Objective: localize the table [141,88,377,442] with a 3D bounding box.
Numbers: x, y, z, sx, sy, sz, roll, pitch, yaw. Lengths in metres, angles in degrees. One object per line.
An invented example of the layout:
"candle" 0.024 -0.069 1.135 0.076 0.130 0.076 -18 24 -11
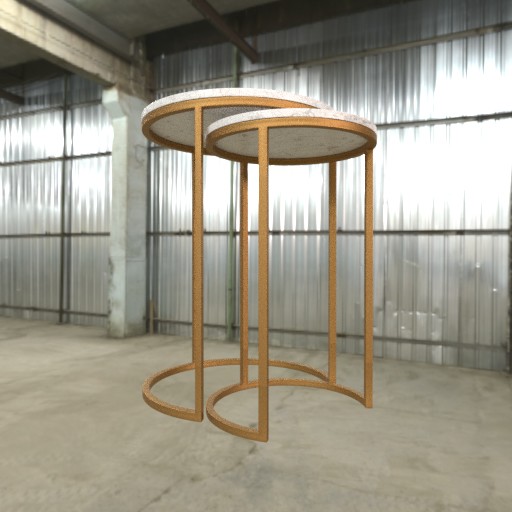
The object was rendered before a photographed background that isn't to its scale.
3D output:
"table" 0.000 0.000 0.881 0.400 0.550 0.507 0 1 -36
